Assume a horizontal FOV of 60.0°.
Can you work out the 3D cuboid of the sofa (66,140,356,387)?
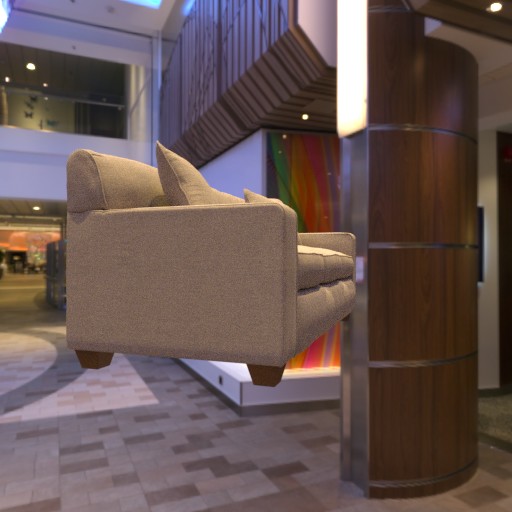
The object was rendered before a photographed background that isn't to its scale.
[{"bbox_3d":[0.000,0.000,2.625,0.997,0.958,2.024,0,-1,20],"label":"sofa"}]
